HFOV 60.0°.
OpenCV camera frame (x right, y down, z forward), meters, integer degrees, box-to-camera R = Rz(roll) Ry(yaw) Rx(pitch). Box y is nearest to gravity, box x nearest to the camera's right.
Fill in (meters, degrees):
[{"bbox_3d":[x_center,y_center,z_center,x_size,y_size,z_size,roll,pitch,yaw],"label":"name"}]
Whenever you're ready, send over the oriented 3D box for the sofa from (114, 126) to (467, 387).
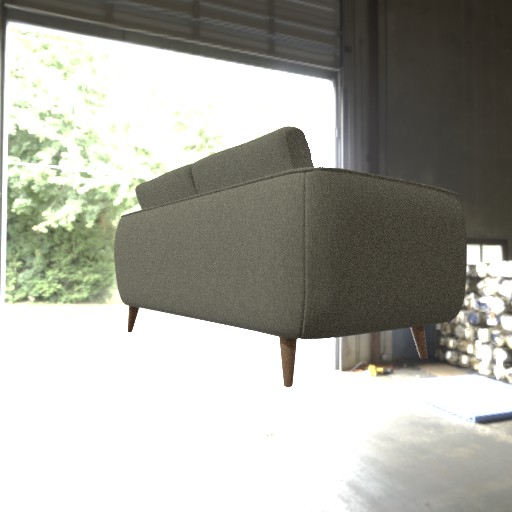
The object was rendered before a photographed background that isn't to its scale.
[{"bbox_3d":[0.000,0.000,2.169,0.920,0.850,1.700,1,-2,-36],"label":"sofa"}]
